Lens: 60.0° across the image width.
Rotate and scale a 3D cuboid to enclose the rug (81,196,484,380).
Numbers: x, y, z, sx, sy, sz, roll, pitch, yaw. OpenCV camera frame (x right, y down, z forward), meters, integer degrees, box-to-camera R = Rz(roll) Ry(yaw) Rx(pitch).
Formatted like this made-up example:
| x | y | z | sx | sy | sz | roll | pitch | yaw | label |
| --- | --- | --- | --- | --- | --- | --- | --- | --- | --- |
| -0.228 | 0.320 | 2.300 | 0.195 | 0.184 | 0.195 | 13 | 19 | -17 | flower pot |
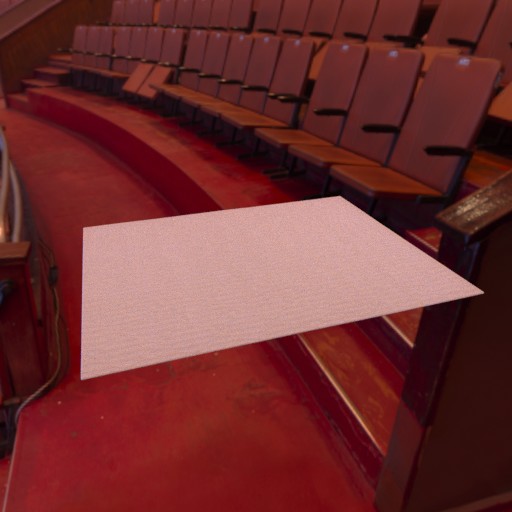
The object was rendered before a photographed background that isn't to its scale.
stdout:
| x | y | z | sx | sy | sz | roll | pitch | yaw | label |
| --- | --- | --- | --- | --- | --- | --- | --- | --- | --- |
| 0.000 | 0.000 | 4.131 | 3.055 | 0.021 | 2.410 | -9 | 29 | -17 | rug |
